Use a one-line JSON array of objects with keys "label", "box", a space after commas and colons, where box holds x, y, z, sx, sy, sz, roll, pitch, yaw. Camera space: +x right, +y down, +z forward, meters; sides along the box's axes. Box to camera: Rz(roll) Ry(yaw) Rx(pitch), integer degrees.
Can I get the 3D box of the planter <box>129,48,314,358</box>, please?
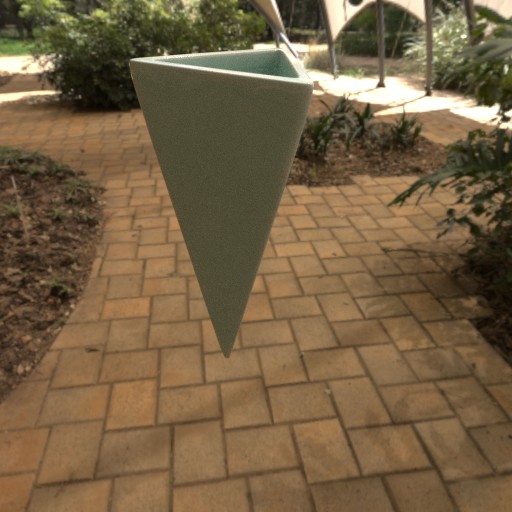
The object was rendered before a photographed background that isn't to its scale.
[{"label": "planter", "box": [0.000, 0.000, 0.218, 0.080, 0.178, 0.064, -21, 36, -32]}]
